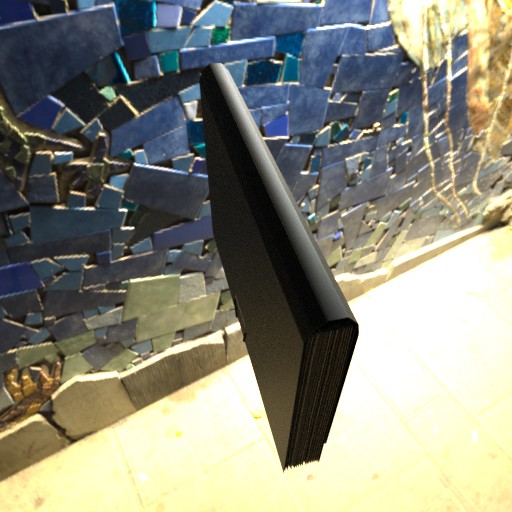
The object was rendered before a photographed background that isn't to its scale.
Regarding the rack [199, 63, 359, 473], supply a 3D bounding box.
[{"bbox_3d":[0.000,0.000,0.436,0.041,0.241,0.330,-11,48,-10],"label":"rack"}]
